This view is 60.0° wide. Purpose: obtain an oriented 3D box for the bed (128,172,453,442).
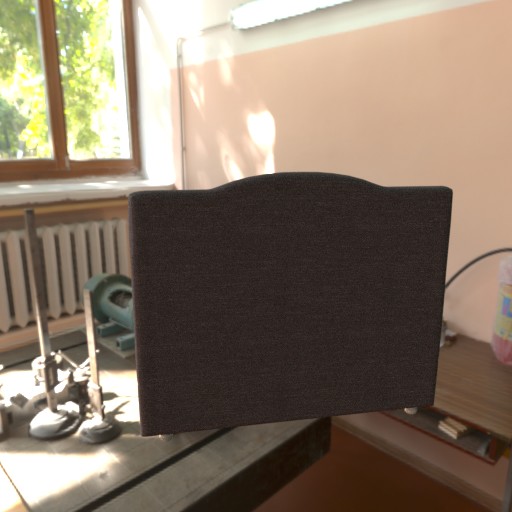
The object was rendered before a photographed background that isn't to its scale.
[{"bbox_3d":[0.000,0.000,3.539,1.741,1.441,2.507,-2,14,-10],"label":"bed"}]
